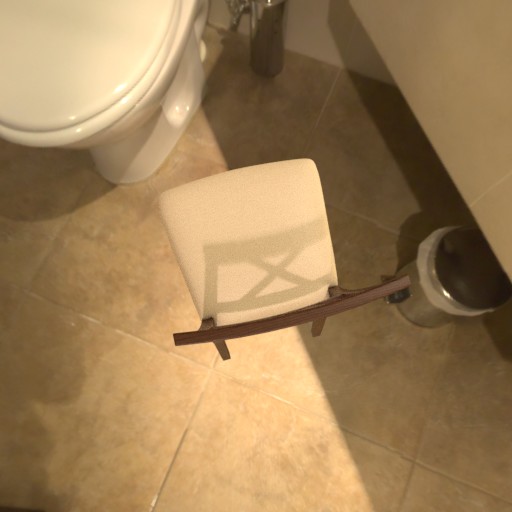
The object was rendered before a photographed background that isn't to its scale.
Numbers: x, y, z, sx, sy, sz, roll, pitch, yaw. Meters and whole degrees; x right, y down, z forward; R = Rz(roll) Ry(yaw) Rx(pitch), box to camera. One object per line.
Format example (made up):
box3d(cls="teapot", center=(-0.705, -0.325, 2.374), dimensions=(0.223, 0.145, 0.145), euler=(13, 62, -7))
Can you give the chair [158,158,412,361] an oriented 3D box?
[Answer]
box3d(cls="chair", center=(0.000, 0.000, 1.162), dimensions=(0.440, 0.913, 0.480), euler=(-14, 75, -4))
